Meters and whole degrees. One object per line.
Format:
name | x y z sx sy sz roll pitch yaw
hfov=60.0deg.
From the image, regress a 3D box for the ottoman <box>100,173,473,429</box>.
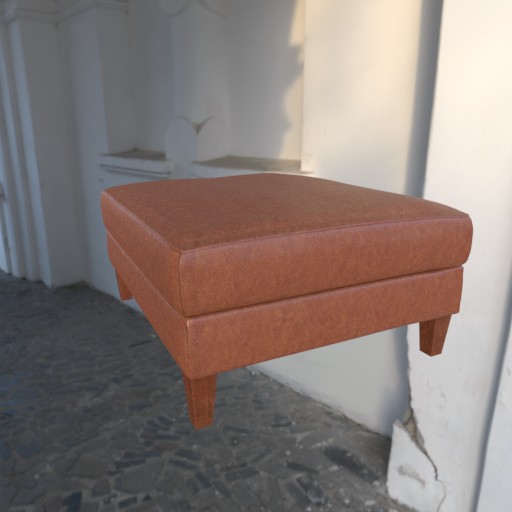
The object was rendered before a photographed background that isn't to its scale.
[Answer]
ottoman | 0.000 0.000 1.461 0.836 0.472 0.987 -8 18 -26
